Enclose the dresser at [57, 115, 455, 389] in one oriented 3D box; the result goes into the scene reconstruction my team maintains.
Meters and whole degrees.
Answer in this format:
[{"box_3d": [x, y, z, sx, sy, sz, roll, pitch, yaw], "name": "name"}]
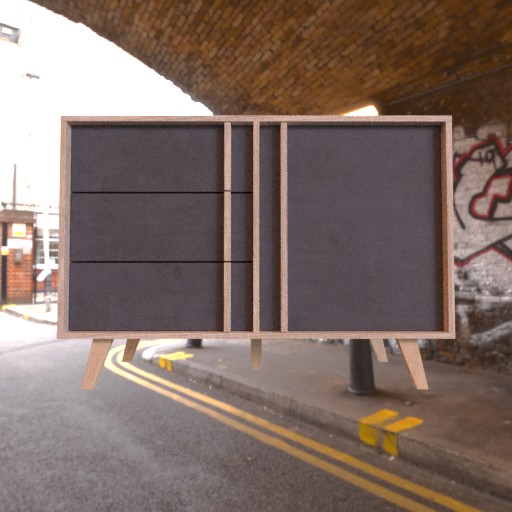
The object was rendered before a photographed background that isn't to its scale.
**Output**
[{"box_3d": [0.000, 0.000, 1.492, 1.110, 0.780, 0.500, 0, -2, 0], "name": "dresser"}]
